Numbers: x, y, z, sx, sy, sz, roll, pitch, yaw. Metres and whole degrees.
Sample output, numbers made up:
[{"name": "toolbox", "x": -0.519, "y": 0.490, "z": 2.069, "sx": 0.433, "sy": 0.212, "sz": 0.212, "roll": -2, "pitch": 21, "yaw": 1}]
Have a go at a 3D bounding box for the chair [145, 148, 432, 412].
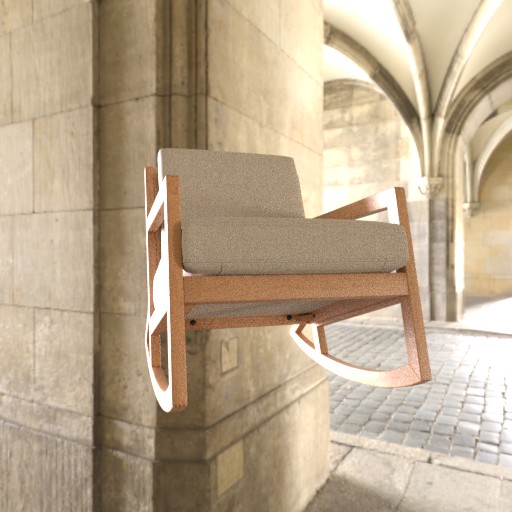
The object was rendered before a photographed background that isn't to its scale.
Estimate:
[{"name": "chair", "x": 0.000, "y": 0.000, "z": 1.382, "sx": 0.622, "sy": 0.790, "sz": 0.857, "roll": 0, "pitch": 1, "yaw": -18}]
